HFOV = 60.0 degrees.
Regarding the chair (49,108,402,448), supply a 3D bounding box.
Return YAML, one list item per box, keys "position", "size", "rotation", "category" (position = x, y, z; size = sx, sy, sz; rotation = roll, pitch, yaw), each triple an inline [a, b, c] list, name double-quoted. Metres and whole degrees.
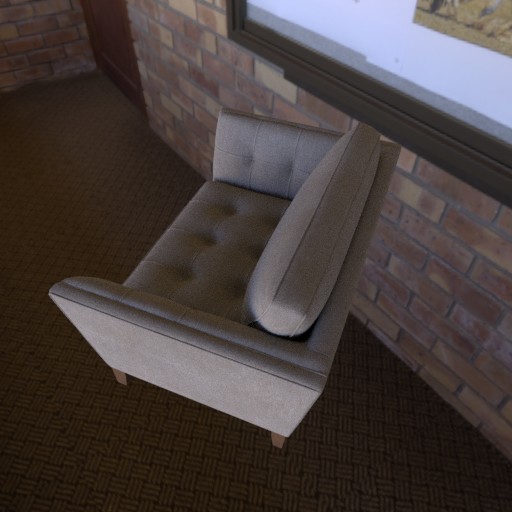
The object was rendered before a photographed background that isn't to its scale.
- position: [0.000, 0.000, 2.031]
  size: [0.965, 0.942, 1.396]
  rotation: [16, 48, 15]
  category: "chair"
